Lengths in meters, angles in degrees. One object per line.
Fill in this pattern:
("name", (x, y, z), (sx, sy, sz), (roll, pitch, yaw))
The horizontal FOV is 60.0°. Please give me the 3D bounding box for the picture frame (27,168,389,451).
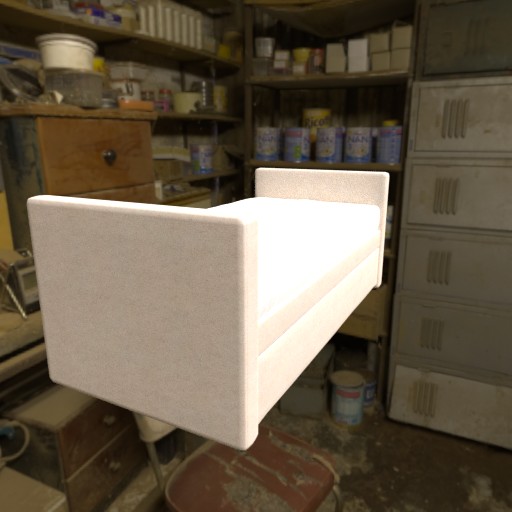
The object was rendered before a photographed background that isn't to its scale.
("picture frame", (0.000, 0.000, 2.659), (1.069, 0.891, 2.161), (8, 17, 27))
